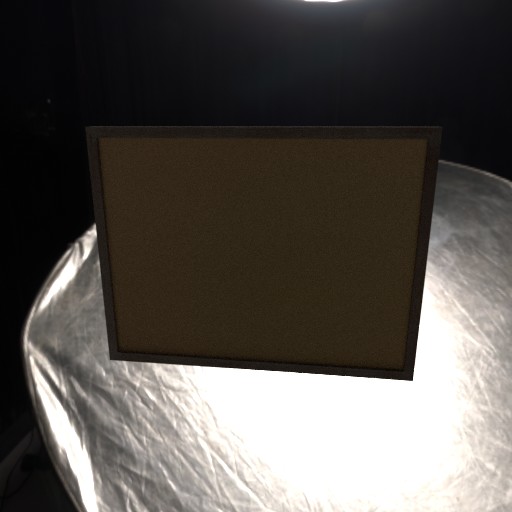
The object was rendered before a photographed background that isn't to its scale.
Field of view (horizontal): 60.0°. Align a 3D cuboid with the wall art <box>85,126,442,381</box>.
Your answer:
[{"bbox_3d":[0.000,0.000,1.804,1.320,1.009,0.070,2,17,7],"label":"wall art"}]
